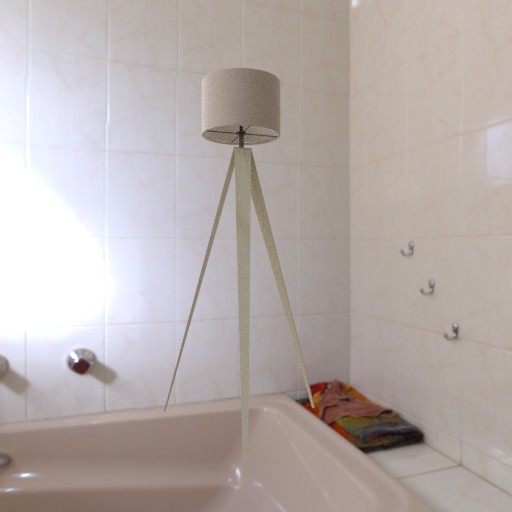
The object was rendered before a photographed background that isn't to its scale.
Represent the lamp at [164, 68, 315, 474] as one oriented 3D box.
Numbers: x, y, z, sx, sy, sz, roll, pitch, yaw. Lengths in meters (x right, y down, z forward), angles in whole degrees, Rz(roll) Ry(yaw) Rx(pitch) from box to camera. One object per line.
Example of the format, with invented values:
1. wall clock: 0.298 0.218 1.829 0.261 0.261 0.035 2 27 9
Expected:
1. lamp: 0.000 0.000 1.936 0.724 1.524 0.716 0 1 -18
